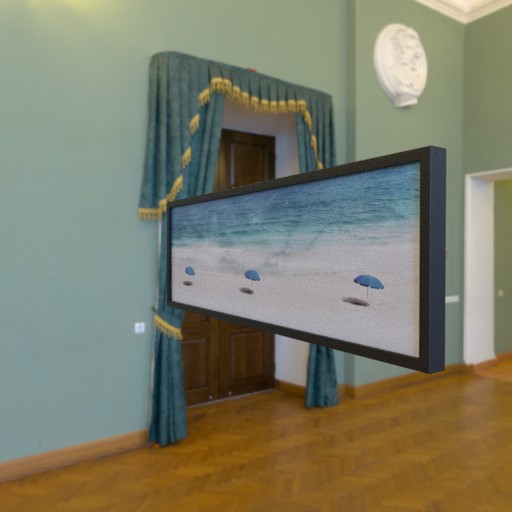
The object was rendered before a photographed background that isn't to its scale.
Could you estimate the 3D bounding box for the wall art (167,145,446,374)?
[{"bbox_3d":[0.000,0.000,0.950,0.037,0.303,0.860,-1,1,-35],"label":"wall art"}]
